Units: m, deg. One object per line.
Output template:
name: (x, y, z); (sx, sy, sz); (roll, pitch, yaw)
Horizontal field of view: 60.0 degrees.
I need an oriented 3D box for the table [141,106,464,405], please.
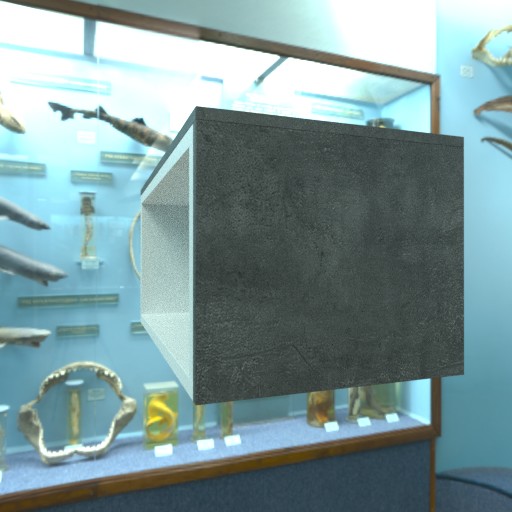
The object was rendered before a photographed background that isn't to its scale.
table: (0.000, 0.000, 0.913); (0.400, 0.350, 0.700); (0, 0, -20)
